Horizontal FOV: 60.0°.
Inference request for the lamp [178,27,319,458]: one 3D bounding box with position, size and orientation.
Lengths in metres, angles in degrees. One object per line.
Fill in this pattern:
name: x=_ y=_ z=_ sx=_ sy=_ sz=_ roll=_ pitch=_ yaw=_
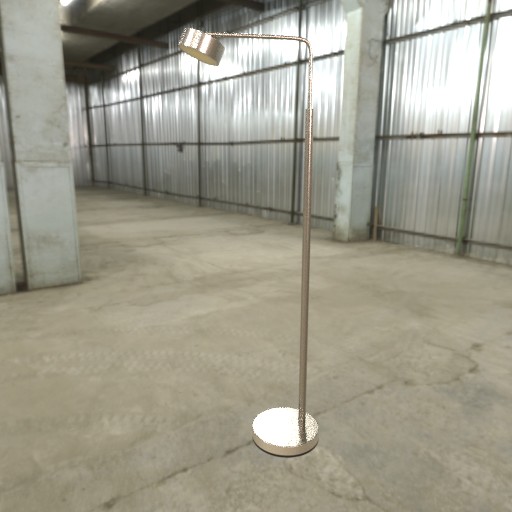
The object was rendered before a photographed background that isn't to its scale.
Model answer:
lamp: x=0.000 y=0.000 z=1.344 sx=0.421 sy=1.250 sz=0.222 roll=-2 pitch=13 yaw=-8
